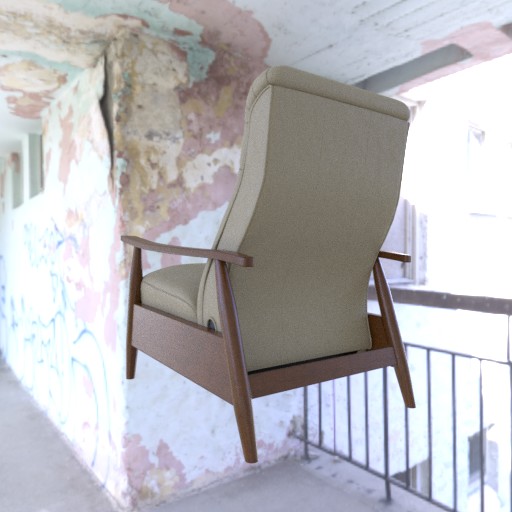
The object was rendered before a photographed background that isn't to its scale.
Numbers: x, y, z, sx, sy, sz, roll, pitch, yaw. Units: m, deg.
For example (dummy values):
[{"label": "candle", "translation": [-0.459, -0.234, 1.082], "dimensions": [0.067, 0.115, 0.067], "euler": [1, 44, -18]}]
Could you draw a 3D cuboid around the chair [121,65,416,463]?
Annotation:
[{"label": "chair", "translation": [0.000, 0.000, 1.773], "dimensions": [0.762, 1.082, 1.014], "euler": [-1, 1, -35]}]
